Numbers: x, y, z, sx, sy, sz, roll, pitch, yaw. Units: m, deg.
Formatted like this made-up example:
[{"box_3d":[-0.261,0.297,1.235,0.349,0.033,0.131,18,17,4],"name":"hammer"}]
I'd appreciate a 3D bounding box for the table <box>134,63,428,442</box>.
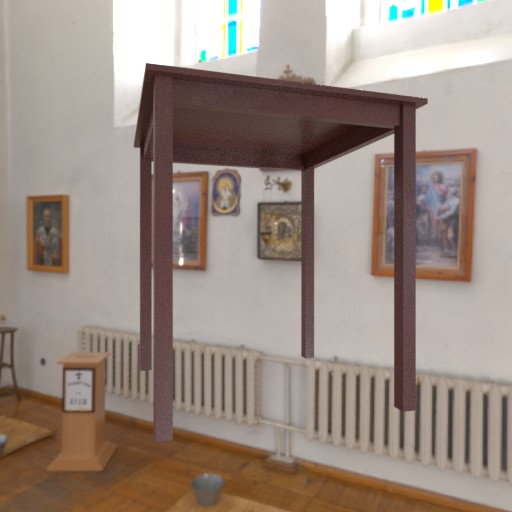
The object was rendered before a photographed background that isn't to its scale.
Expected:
[{"box_3d":[0.000,0.000,1.674,0.861,0.991,0.861,0,0,-17],"name":"table"}]
